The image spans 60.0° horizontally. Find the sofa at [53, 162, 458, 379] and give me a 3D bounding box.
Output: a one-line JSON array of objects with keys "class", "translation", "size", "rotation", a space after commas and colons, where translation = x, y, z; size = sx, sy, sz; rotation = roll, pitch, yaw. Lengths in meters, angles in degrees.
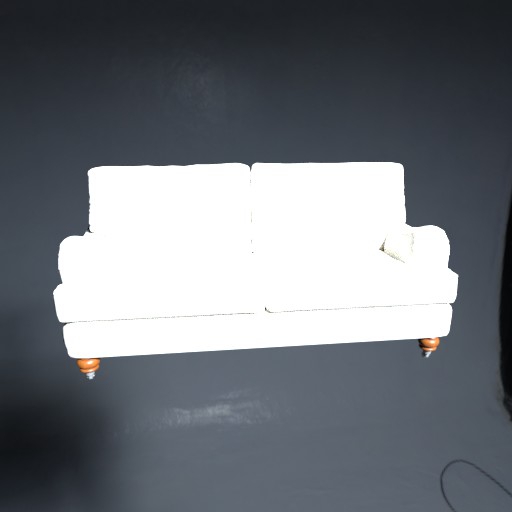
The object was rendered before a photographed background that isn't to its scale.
[{"class": "sofa", "translation": [0.000, 0.000, 2.757], "size": [2.159, 1.087, 1.086], "rotation": [-2, 18, -6]}]
